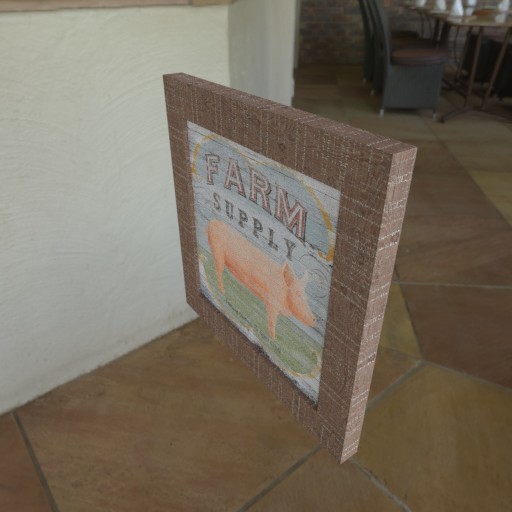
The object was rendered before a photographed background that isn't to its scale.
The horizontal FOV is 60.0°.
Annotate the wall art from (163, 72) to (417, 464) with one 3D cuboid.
[{"bbox_3d":[0.000,0.000,0.784,0.040,0.531,0.531,-21,38,-30],"label":"wall art"}]
